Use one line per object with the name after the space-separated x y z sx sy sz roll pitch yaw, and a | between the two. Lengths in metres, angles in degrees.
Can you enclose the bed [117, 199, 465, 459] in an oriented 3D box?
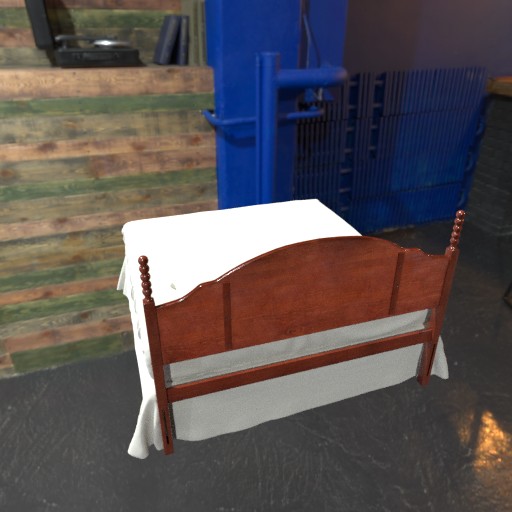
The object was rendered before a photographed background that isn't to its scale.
0.000 0.000 3.586 2.322 1.355 2.219 -9 29 -16 | bed
